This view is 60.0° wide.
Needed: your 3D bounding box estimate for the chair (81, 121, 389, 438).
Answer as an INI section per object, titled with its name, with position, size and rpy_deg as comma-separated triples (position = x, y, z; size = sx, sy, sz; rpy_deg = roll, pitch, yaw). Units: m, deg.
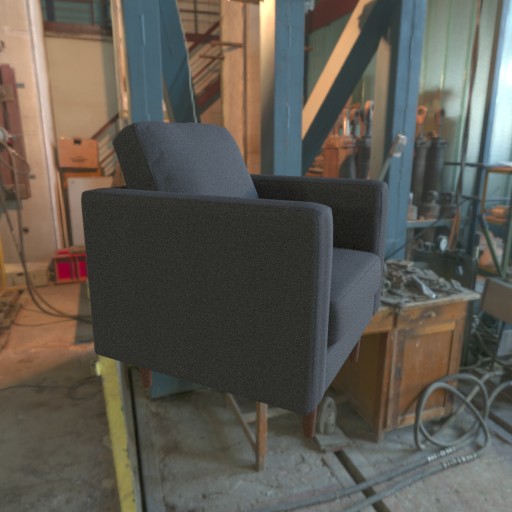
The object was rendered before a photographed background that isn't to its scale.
[chair]
position = 0.000, 0.000, 1.588
size = 0.800, 0.927, 0.854
rpy_deg = 7, 16, 26
